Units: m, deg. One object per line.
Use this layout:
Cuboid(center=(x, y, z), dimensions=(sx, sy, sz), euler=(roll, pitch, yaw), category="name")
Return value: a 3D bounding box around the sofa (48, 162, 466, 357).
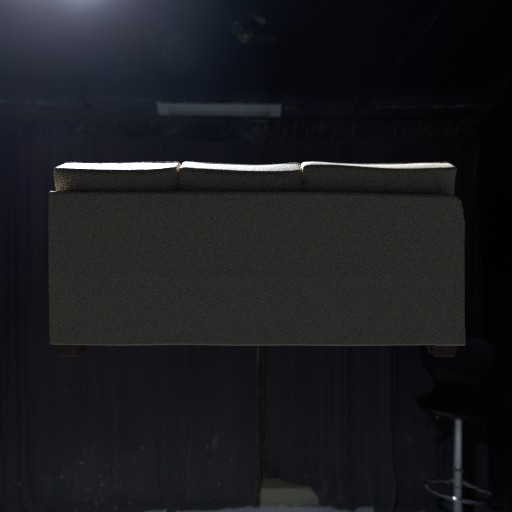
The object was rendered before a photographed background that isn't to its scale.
Cuboid(center=(0.000, 0.000, 2.553), dimensions=(1.962, 0.946, 1.034), euler=(0, 0, 0), category="sofa")
